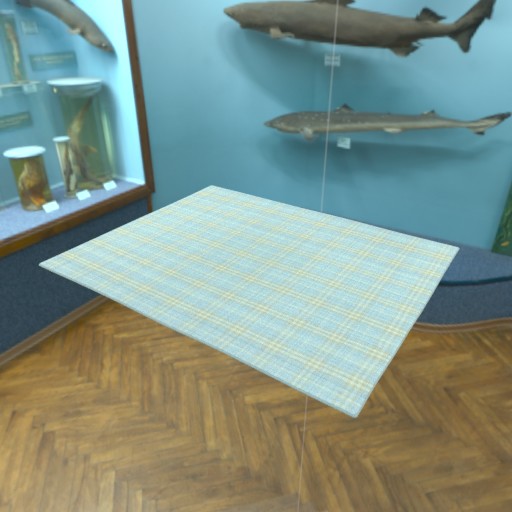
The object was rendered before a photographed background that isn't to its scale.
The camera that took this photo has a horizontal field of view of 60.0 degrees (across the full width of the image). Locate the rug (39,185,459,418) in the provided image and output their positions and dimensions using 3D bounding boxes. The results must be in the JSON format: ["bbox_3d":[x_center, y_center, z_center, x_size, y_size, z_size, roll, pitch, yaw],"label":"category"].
[{"bbox_3d":[0.000,0.000,4.118,3.066,0.030,2.462,18,34,29],"label":"rug"}]
